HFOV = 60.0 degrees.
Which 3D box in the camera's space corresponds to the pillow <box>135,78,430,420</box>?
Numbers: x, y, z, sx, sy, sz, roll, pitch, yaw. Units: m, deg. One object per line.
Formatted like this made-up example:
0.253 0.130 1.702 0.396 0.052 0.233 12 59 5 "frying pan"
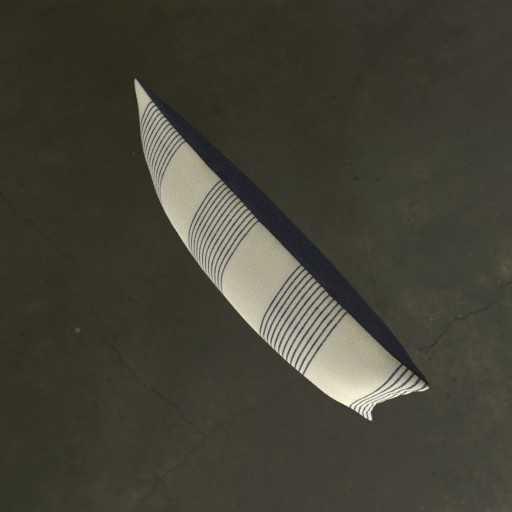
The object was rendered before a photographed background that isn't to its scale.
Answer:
0.000 0.000 0.717 0.151 0.287 0.610 -36 69 -16 "pillow"
